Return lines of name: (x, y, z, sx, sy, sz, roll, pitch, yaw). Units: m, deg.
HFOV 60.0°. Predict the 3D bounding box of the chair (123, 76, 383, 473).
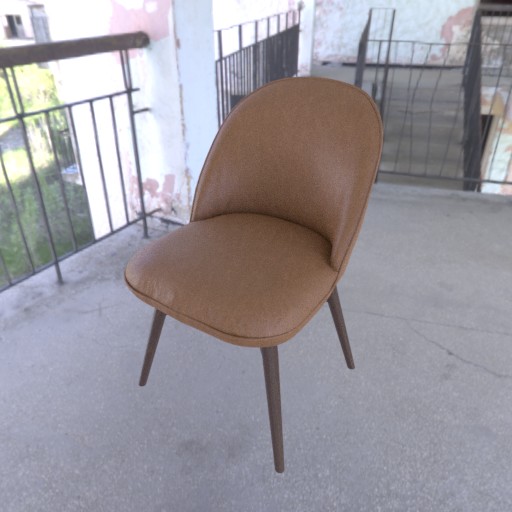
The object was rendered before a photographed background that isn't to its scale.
chair: (0.000, 0.000, 1.203, 0.521, 0.831, 0.631, 20, 36, 29)
